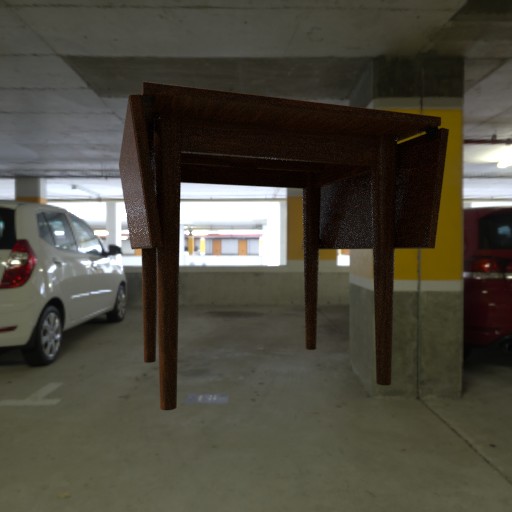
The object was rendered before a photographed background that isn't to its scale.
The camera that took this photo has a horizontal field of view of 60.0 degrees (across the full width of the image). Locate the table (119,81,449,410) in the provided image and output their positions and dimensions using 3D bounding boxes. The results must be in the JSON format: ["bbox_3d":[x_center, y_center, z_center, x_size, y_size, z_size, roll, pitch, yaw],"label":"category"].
[{"bbox_3d":[0.000,0.000,1.462,0.843,0.763,0.812,0,1,-19],"label":"table"}]
